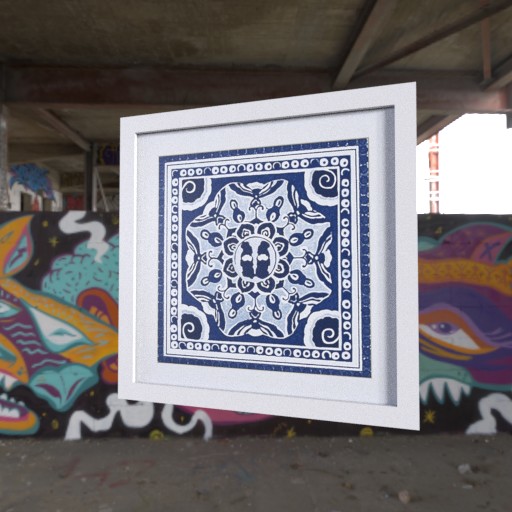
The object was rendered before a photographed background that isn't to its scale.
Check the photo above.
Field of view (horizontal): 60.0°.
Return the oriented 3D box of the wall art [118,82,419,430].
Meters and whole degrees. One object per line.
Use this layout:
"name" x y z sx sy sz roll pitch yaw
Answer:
"wall art" 0.000 0.000 0.518 0.355 0.355 0.027 -1 -2 18
